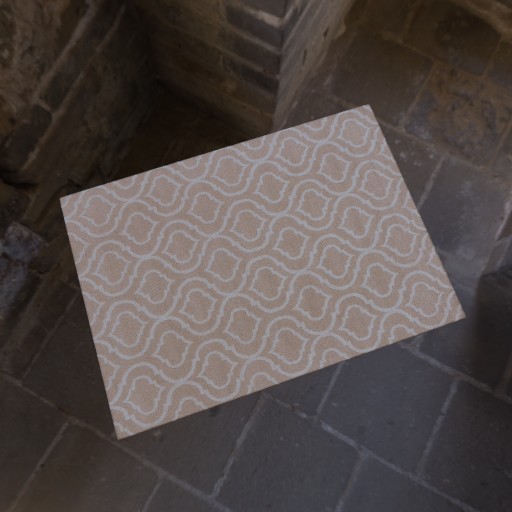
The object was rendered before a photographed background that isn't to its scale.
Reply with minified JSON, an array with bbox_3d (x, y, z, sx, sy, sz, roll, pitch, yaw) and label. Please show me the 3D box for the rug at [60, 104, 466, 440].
[{"bbox_3d":[0.000,0.000,2.735,2.134,0.010,1.524,-18,76,-5],"label":"rug"}]
